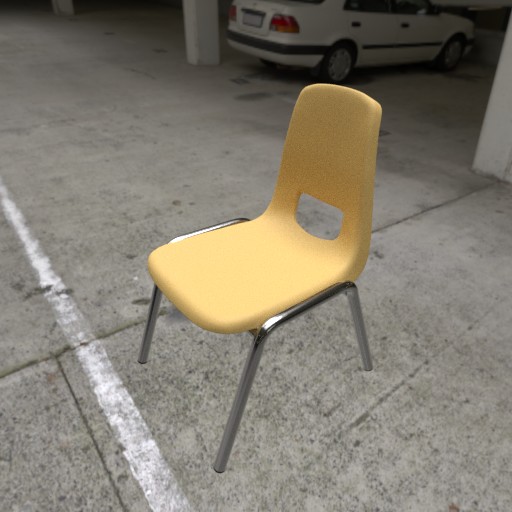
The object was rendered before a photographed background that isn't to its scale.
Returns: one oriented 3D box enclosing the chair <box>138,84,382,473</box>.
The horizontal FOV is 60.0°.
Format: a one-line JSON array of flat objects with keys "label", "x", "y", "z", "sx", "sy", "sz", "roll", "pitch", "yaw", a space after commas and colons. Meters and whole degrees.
[{"label": "chair", "x": 0.000, "y": 0.000, "z": 0.858, "sx": 0.423, "sy": 0.586, "sz": 0.354, "roll": -20, "pitch": 36, "yaw": -31}]
